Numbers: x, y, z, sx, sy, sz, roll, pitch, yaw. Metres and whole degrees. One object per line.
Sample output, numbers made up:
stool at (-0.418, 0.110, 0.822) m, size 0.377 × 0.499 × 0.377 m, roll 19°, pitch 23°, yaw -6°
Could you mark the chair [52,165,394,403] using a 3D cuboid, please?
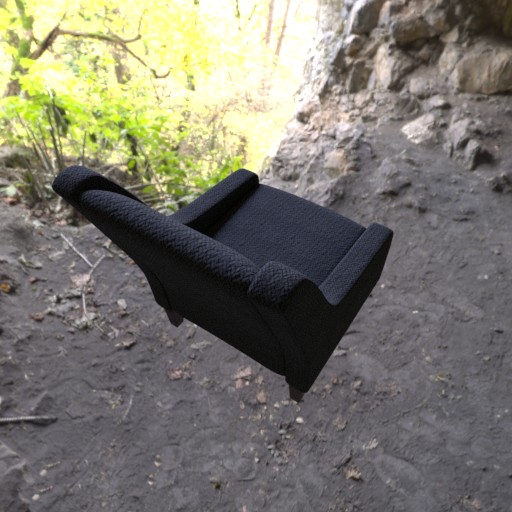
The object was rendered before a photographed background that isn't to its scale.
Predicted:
chair at (0.000, 0.000, 1.720) m, size 0.793 × 1.012 × 0.944 m, roll 26°, pitch 52°, yaw 22°
